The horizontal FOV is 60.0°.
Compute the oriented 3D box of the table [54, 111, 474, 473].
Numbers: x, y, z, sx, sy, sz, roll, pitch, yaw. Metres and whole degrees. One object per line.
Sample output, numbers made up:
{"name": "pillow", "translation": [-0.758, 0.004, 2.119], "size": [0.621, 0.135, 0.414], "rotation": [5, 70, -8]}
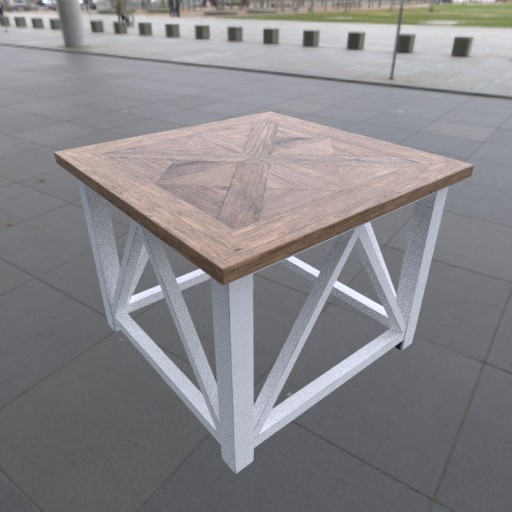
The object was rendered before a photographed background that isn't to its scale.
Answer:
{"name": "table", "translation": [0.000, 0.000, 1.173], "size": [0.700, 0.532, 0.700], "rotation": [-23, 37, -33]}
